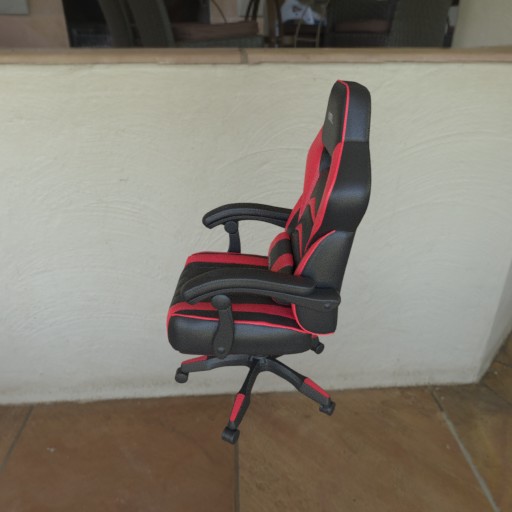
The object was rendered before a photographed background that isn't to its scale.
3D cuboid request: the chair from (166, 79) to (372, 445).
[{"bbox_3d":[0.000,0.000,1.659,0.700,1.220,0.700,0,27,0],"label":"chair"}]
